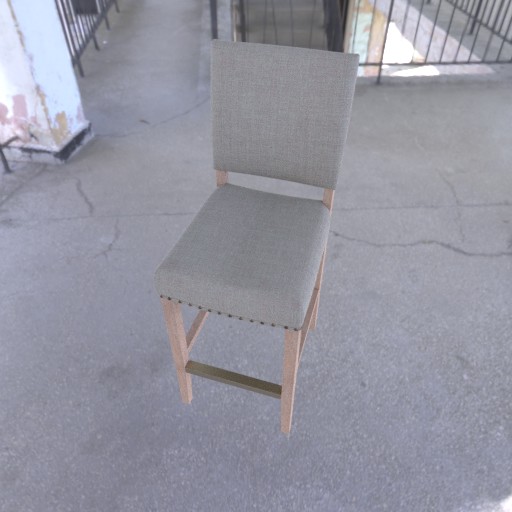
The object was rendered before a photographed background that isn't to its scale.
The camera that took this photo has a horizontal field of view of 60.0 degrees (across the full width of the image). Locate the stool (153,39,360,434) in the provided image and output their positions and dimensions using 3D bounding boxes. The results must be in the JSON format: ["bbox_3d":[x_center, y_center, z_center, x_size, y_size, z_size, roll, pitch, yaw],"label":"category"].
[{"bbox_3d":[0.000,0.000,1.477,0.445,1.173,0.585,12,44,13],"label":"stool"}]
